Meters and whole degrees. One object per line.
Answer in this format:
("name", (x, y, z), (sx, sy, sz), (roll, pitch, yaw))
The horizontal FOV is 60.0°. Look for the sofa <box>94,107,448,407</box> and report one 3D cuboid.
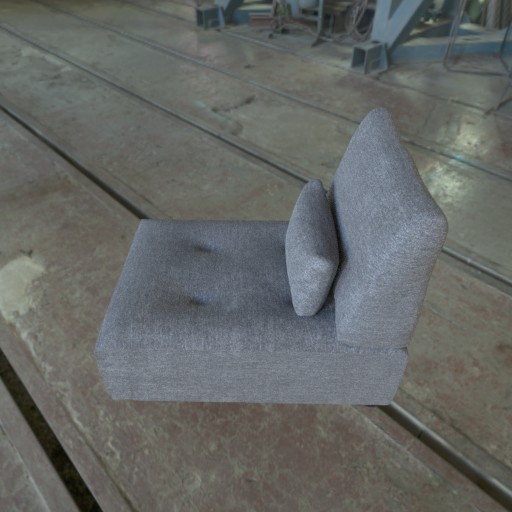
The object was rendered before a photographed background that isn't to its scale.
("sofa", (0.000, 0.000, 1.559), (1.000, 0.820, 0.700), (1, 41, 1))
